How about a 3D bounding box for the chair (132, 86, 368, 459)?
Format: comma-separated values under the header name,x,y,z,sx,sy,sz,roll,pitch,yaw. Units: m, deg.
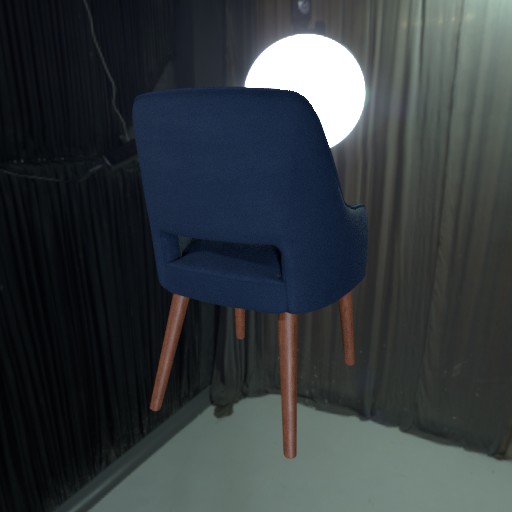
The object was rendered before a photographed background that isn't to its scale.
name,x,y,z,sx,sy,sz,roll,pitch,yaw
chair,0.000,0.000,1.243,0.559,0.844,0.591,8,18,26
